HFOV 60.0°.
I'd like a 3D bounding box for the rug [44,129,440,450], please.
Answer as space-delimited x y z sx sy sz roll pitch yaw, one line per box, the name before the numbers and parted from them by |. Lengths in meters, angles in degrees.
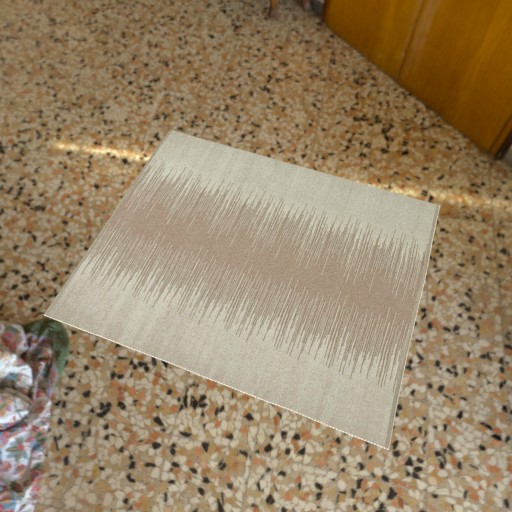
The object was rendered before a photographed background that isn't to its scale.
rug | 0.000 0.000 4.156 3.048 0.013 2.438 18 60 11
